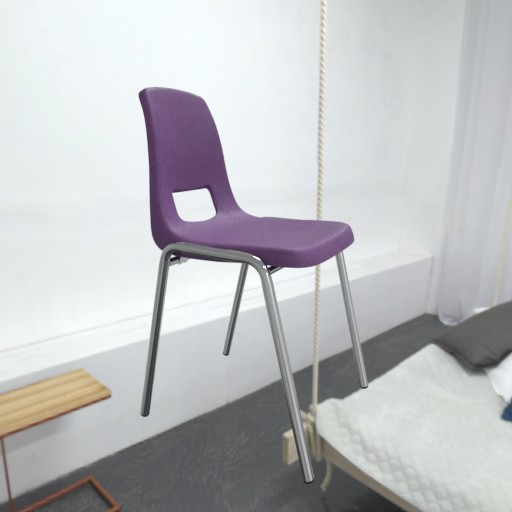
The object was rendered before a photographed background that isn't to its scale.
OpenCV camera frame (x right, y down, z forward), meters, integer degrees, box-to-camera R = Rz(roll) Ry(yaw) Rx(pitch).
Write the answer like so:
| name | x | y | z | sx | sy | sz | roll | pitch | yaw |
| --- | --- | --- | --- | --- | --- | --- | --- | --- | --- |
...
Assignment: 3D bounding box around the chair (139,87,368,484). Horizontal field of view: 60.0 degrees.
| name | x | y | z | sx | sy | sz | roll | pitch | yaw |
| --- | --- | --- | --- | --- | --- | --- | --- | --- | --- |
| chair | 0.000 | 0.000 | 0.956 | 0.432 | 0.704 | 0.381 | 8 | 16 | 28 |
